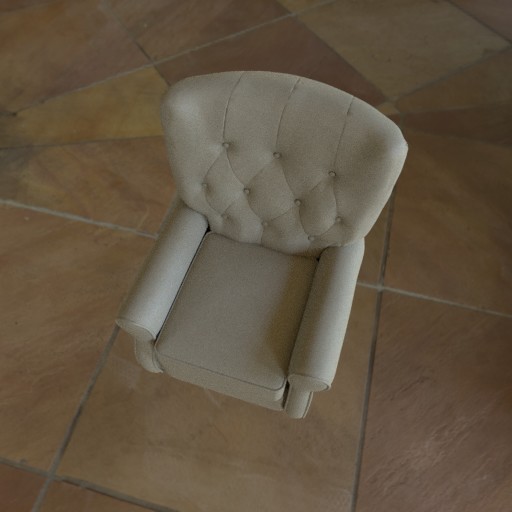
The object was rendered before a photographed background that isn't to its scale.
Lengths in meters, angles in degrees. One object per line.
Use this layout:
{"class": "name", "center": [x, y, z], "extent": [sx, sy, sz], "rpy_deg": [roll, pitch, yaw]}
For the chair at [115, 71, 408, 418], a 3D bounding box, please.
{"class": "chair", "center": [0.000, 0.000, 1.911], "extent": [0.943, 1.158, 1.059], "rpy_deg": [15, 59, 9]}
